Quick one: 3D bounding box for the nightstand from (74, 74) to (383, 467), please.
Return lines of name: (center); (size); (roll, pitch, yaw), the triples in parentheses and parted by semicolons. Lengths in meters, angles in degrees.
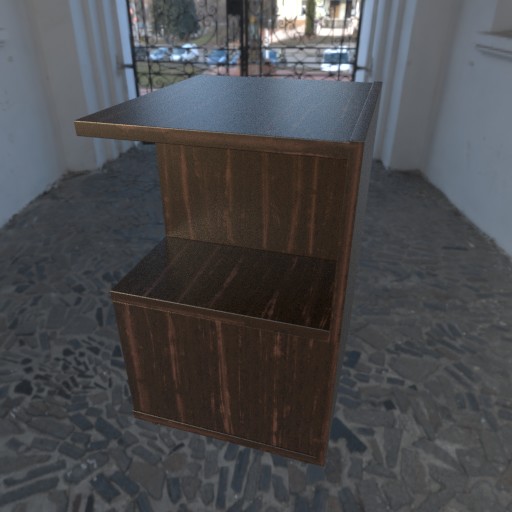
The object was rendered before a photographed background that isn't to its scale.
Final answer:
nightstand: (0.000, 0.000, 0.813); (0.356, 0.559, 0.400); (8, 31, 14)
